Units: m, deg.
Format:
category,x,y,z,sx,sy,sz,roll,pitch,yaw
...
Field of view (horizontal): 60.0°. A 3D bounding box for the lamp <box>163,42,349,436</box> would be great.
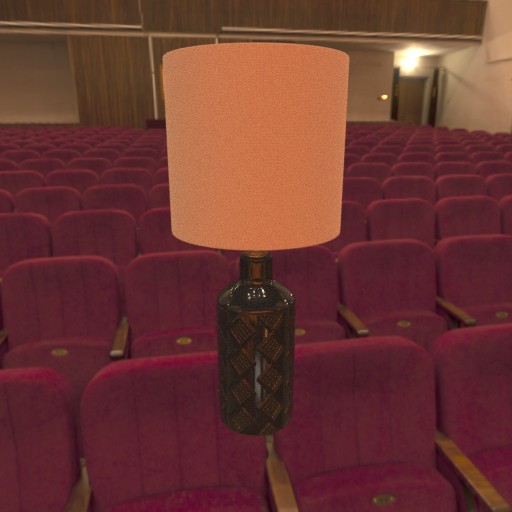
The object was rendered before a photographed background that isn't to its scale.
category,x,y,z,sx,sy,sz,roll,pitch,yaw
lamp,0.000,0.000,0.563,0.207,0.461,0.207,-3,16,-9
